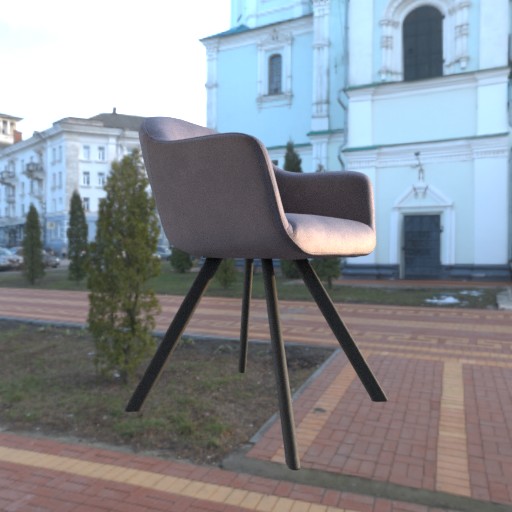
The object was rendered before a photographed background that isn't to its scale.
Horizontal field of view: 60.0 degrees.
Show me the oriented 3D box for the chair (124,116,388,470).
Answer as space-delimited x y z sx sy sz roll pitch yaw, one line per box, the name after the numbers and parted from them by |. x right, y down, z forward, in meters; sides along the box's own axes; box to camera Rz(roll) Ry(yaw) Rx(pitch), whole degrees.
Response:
0.000 0.000 1.163 0.544 0.781 0.567 1 1 37 | chair
